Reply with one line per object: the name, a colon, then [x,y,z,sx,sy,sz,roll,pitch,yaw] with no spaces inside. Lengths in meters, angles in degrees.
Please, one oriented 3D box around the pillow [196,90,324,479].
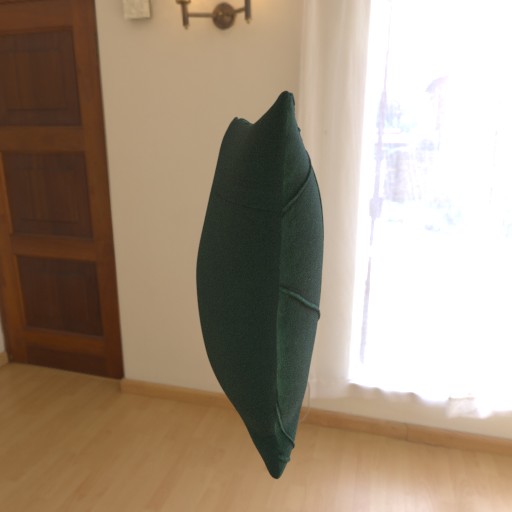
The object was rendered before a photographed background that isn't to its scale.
pillow: [0.000,0.000,0.681,0.184,0.440,0.439,-2,15,-9]
